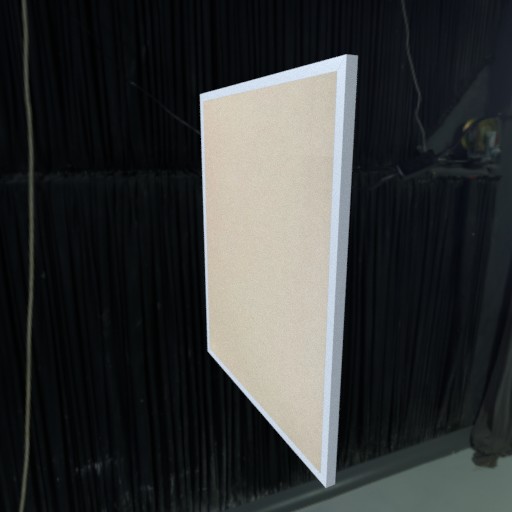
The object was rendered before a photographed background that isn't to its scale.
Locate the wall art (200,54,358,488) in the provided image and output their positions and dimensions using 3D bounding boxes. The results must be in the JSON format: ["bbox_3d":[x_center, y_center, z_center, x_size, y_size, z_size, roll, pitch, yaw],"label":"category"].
[{"bbox_3d":[0.000,0.000,0.616,0.013,0.456,0.382,-7,16,-26],"label":"wall art"}]
